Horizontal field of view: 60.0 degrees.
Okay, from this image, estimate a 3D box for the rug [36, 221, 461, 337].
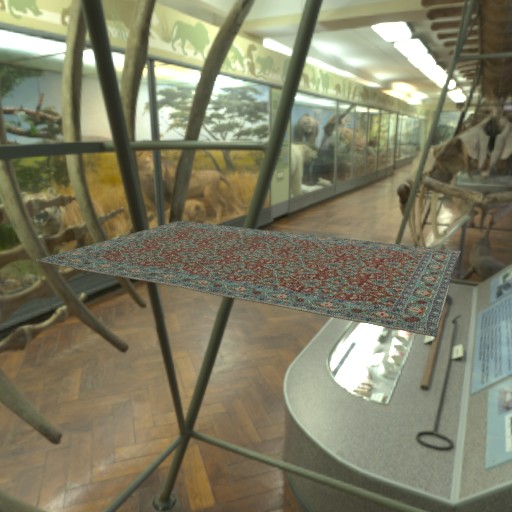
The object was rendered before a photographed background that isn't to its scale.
[{"bbox_3d":[0.000,0.000,2.991,2.439,0.011,1.533,8,17,26],"label":"rug"}]
